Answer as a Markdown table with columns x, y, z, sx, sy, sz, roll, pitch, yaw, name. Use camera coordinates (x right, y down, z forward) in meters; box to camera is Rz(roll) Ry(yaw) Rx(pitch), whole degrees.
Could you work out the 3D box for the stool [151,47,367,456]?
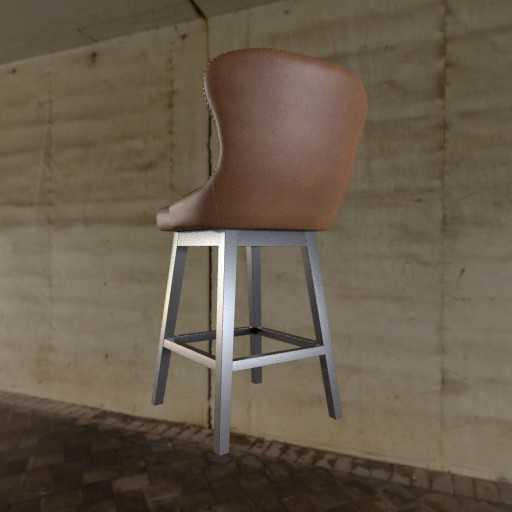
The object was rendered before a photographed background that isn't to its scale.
| x | y | z | sx | sy | sz | roll | pitch | yaw | name |
| --- | --- | --- | --- | --- | --- | --- | --- | --- | --- |
| 0.000 | 0.000 | 1.320 | 0.528 | 0.971 | 0.593 | -1 | 1 | -35 | stool |
